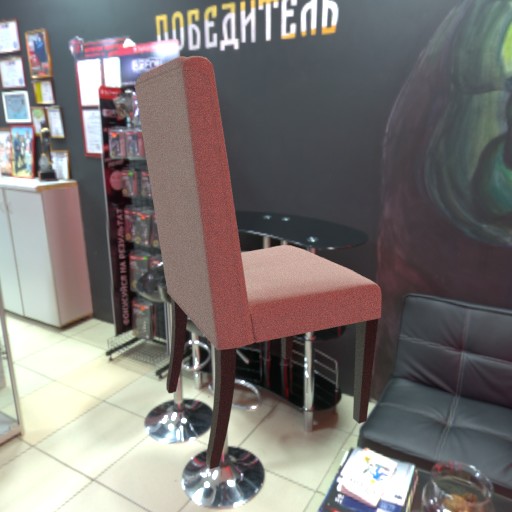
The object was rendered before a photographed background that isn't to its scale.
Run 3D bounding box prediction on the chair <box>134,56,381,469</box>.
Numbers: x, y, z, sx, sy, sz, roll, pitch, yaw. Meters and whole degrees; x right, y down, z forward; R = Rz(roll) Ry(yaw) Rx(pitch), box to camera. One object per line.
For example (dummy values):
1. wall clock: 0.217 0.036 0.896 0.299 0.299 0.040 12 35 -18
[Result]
1. chair: 0.000 0.000 1.247 0.523 0.961 0.474 -8 18 -25
